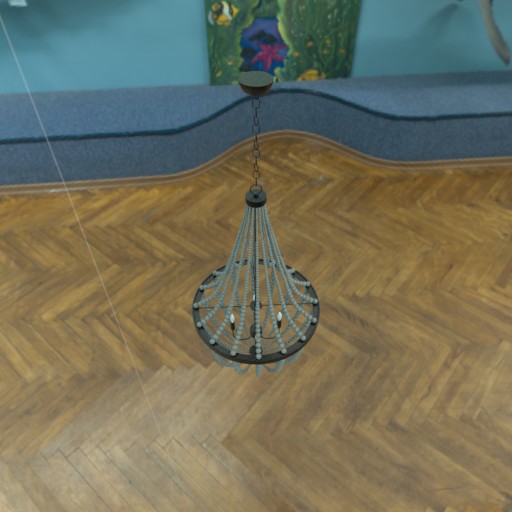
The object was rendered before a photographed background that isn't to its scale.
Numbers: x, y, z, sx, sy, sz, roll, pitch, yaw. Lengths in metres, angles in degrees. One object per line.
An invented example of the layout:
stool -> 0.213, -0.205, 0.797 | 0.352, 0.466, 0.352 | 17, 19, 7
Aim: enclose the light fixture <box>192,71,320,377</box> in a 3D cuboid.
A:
light fixture -> 0.000, 0.000, 1.388 | 0.450, 1.133, 0.450 | 0, 46, 0
